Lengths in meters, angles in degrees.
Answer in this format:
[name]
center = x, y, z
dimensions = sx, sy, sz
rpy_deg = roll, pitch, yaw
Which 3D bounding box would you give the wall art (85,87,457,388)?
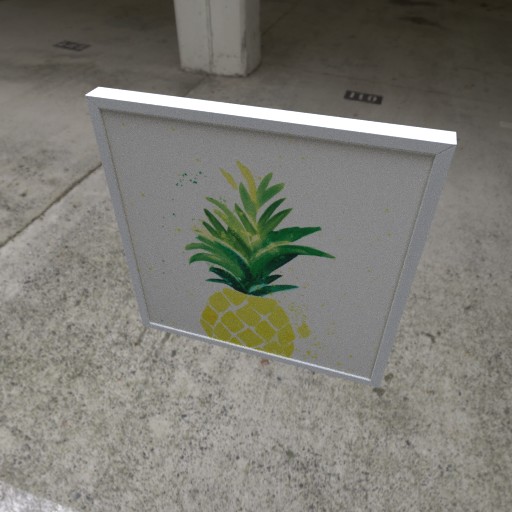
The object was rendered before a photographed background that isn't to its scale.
[wall art]
center = 0.000, 0.000, 0.759
dimensions = 0.508, 0.507, 0.035
rpy_deg = 12, 42, 13
